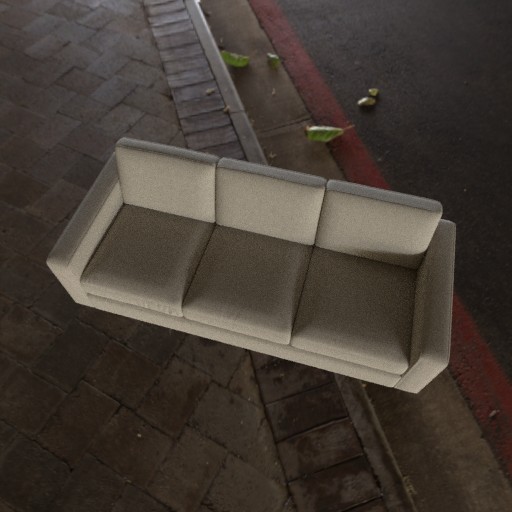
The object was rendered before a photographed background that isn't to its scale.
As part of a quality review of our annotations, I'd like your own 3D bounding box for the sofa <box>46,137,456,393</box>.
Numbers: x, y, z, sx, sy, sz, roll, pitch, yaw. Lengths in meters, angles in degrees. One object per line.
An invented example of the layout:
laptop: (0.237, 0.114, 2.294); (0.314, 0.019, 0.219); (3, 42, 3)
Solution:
sofa: (0.000, 0.000, 2.611); (2.160, 0.800, 0.900); (13, 58, 8)
